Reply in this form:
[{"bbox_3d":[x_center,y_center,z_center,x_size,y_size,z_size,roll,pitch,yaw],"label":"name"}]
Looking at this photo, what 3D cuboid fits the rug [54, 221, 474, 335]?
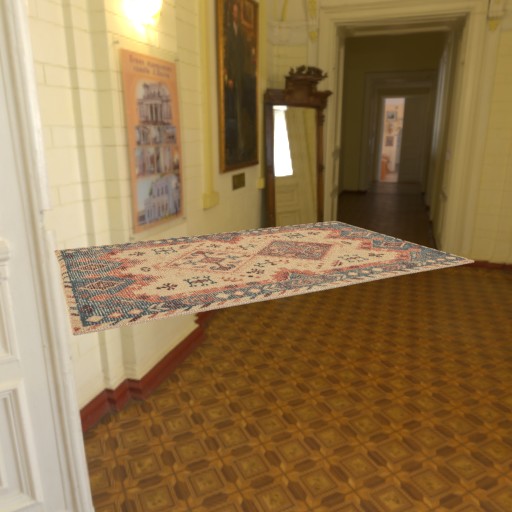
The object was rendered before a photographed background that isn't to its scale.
[{"bbox_3d":[0.000,0.000,3.030,2.464,0.023,1.521,-8,17,-25],"label":"rug"}]
